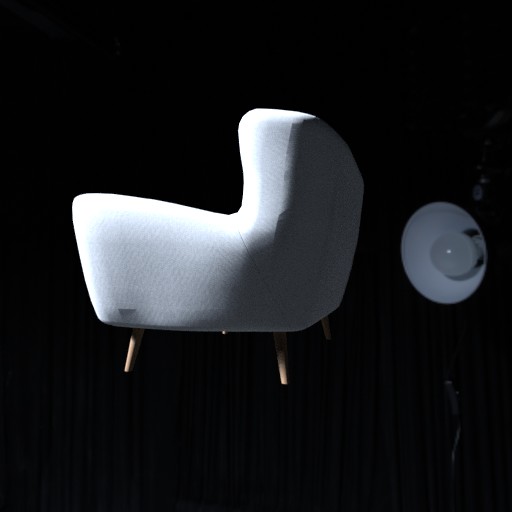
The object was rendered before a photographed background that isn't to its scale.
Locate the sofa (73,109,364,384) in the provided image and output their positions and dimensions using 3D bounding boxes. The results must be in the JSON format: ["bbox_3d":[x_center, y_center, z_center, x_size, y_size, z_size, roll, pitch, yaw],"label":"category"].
[{"bbox_3d":[0.000,0.000,2.029,0.921,0.878,1.424,0,-1,18],"label":"sofa"}]
